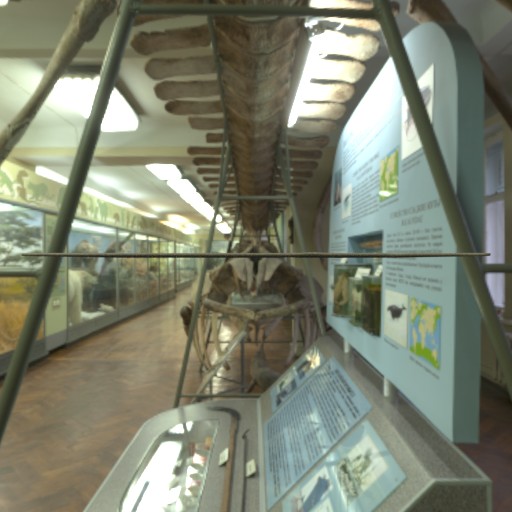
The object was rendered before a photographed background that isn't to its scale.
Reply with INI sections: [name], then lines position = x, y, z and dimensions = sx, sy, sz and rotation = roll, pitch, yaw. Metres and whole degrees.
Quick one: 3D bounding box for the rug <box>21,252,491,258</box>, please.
[rug]
position = 0.000, 0.000, 2.917
dimensions = 2.290, 0.021, 1.540
rotation = 0, -1, 0
